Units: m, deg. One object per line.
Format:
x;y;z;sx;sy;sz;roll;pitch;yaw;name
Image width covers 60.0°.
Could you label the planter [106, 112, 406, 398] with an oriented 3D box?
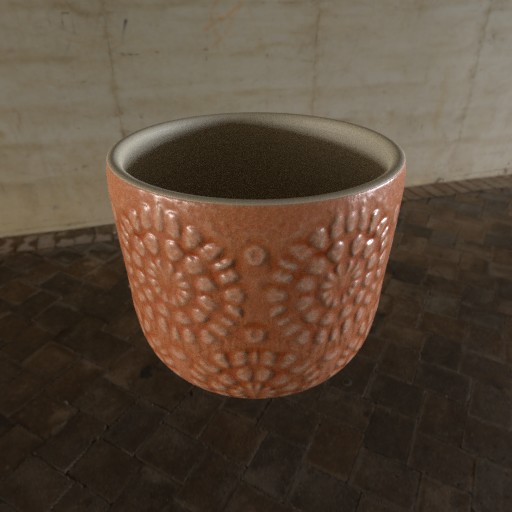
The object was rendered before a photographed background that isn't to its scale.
0.000;0.000;0.215;0.124;0.109;0.124;0;31;0;planter
